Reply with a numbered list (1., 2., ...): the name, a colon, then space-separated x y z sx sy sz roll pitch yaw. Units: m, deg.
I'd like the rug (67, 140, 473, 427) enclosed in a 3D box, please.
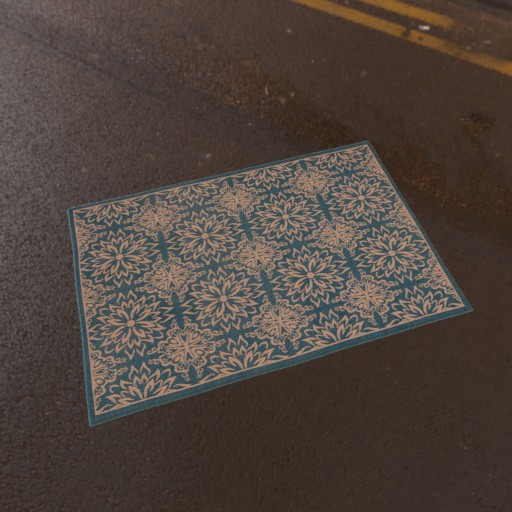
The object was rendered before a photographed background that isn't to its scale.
1. rug: 0.000 0.000 2.309 1.833 0.012 1.211 -15 59 -9
